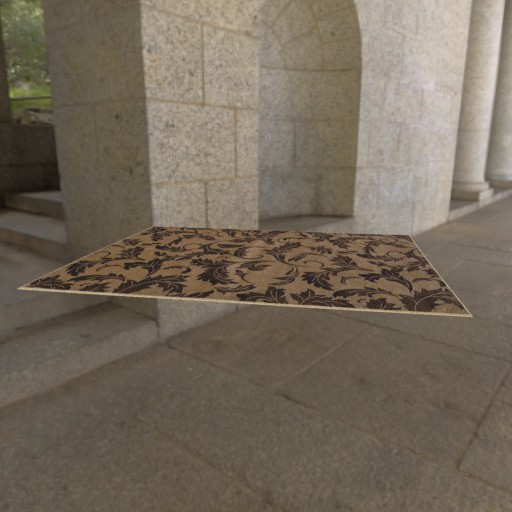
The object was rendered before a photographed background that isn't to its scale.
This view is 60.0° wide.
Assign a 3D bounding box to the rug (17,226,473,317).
[{"bbox_3d":[0.000,0.000,3.953,2.977,0.008,2.380,2,15,10],"label":"rug"}]
